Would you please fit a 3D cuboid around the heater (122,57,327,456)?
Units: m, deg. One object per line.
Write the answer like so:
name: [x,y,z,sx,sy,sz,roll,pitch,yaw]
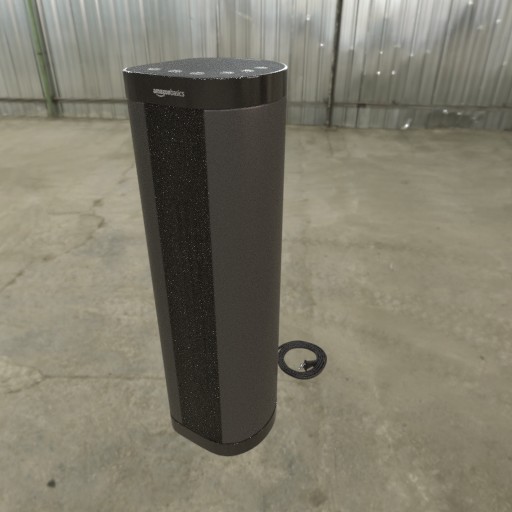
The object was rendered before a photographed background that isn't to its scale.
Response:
heater: [0.000,0.000,0.678,0.174,0.552,0.312,18,34,28]
